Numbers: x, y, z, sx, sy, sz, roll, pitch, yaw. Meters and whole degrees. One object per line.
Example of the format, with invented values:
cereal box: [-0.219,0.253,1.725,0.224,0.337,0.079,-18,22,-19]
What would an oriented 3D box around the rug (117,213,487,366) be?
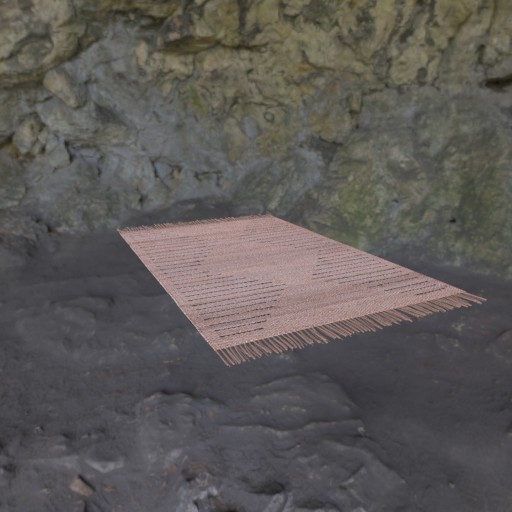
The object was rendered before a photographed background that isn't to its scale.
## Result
rug: [0.000,0.000,2.552,1.224,0.027,2.085,-8,19,-25]
